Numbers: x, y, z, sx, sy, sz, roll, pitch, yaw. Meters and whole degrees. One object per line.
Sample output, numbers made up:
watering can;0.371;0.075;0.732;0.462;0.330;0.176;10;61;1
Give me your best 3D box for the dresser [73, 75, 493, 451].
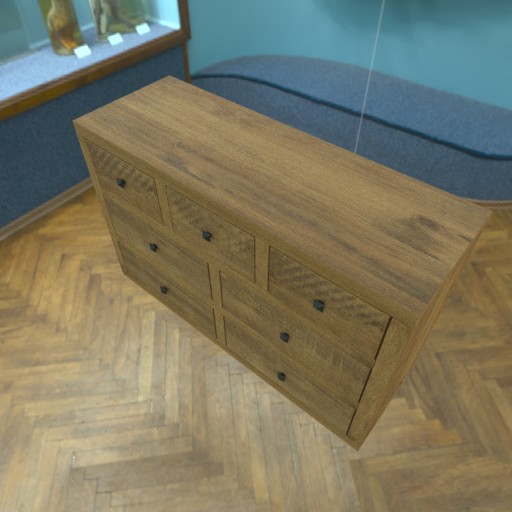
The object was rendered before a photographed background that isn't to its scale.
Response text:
dresser;0.000;0.000;1.632;1.261;0.825;0.479;31;54;26
